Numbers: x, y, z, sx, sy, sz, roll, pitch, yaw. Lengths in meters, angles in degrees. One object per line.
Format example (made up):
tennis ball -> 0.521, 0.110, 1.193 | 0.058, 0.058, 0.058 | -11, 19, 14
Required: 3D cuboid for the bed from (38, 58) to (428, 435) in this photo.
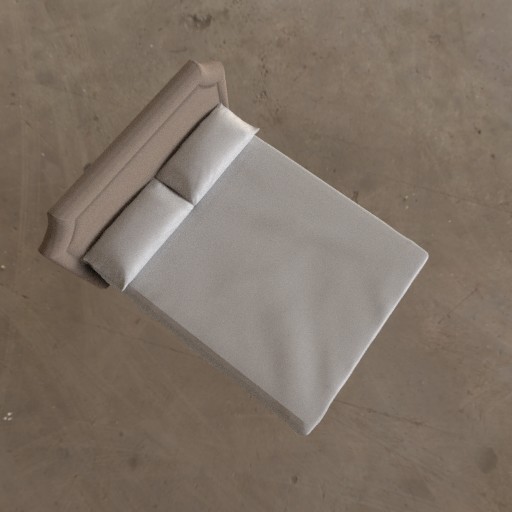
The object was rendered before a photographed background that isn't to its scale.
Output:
bed -> 0.000, 0.000, 3.257 | 2.164, 1.303, 1.828 | 36, 78, 9
